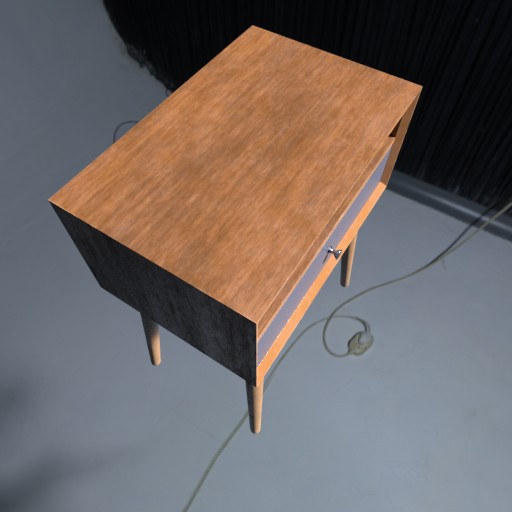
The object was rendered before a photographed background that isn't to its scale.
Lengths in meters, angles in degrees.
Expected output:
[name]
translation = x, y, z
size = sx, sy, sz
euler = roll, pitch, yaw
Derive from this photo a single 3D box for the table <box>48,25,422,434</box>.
[table]
translation = 0.000, 0.000, 0.839
size = 0.307, 0.580, 0.454
euler = 28, 61, 17
